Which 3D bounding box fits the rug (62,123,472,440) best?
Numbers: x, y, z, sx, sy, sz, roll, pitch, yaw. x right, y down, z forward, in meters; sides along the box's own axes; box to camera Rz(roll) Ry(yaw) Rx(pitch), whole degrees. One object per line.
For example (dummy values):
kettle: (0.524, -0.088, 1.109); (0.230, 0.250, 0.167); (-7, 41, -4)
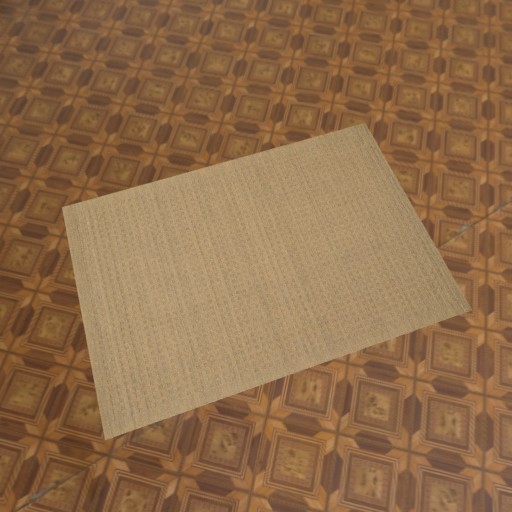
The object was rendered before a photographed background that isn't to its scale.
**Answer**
rug: (0.000, 0.000, 3.667); (2.895, 0.006, 1.981); (-17, 66, -8)
